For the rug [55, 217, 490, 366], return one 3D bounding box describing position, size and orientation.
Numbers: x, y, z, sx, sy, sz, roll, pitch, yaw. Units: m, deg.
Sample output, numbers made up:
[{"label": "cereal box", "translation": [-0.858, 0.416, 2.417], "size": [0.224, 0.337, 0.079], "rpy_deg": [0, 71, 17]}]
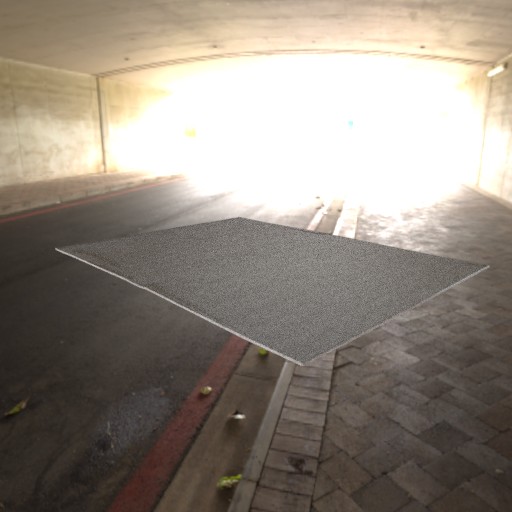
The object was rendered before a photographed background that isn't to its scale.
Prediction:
[{"label": "rug", "translation": [0.000, 0.000, 4.784], "size": [2.873, 0.053, 3.778], "rpy_deg": [-14, 21, -42]}]
